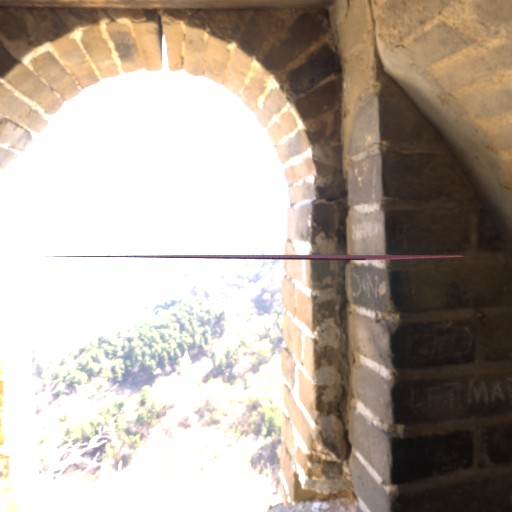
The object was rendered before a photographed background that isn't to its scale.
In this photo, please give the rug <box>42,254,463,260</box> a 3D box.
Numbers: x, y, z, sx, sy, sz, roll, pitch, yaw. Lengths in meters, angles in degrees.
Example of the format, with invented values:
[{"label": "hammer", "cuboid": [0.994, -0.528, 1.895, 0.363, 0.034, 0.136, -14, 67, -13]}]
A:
[{"label": "rug", "cuboid": [0.000, 0.000, 3.893, 2.929, 0.012, 2.300, 0, 1, 36]}]
